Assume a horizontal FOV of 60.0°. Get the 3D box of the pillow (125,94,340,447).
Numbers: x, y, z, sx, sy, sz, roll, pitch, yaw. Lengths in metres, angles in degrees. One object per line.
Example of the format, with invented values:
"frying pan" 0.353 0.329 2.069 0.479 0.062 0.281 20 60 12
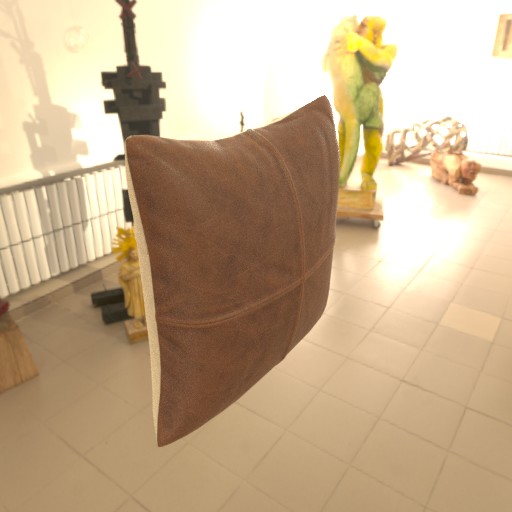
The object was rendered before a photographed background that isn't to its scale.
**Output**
"pillow" 0.000 0.000 0.738 0.192 0.470 0.484 17 31 32
